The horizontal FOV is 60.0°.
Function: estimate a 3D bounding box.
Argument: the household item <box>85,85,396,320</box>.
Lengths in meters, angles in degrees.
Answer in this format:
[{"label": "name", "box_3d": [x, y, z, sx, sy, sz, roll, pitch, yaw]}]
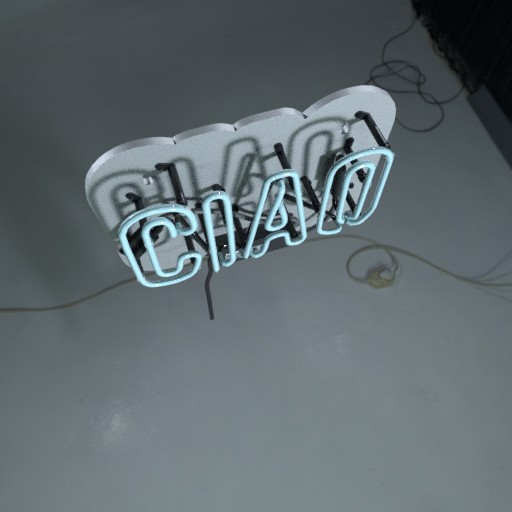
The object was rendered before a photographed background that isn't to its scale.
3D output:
[{"label": "household item", "box_3d": [0.000, 0.000, 0.384, 0.211, 0.294, 0.042, -16, 64, -8]}]
